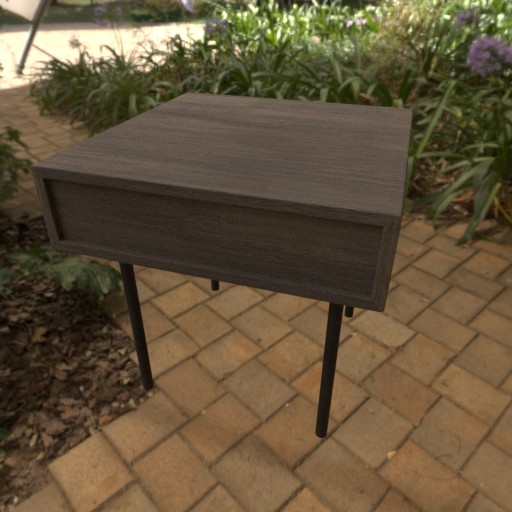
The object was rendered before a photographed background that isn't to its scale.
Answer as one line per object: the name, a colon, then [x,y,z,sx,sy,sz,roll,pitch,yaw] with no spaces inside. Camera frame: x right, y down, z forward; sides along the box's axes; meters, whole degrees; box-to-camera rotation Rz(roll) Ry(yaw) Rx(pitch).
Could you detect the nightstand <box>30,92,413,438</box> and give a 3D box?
nightstand: [0.000,0.000,0.884,0.502,0.497,0.503,10,33,15]
